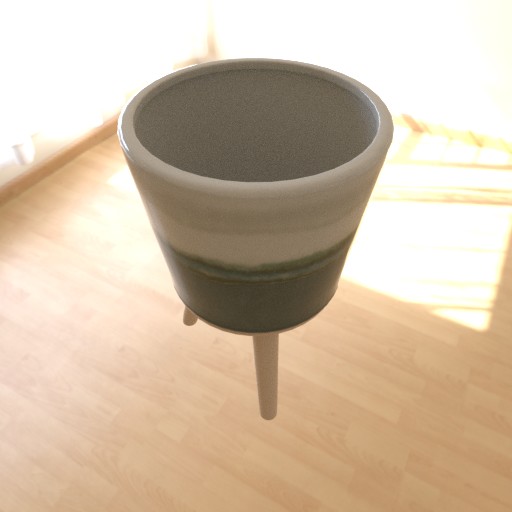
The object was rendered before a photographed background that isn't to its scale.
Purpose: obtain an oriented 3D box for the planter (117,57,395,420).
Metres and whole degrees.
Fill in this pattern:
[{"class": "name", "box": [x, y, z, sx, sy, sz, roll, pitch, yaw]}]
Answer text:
[{"class": "planter", "box": [0.000, 0.000, 0.470, 0.217, 0.331, 0.217, 3, 46, 3]}]
